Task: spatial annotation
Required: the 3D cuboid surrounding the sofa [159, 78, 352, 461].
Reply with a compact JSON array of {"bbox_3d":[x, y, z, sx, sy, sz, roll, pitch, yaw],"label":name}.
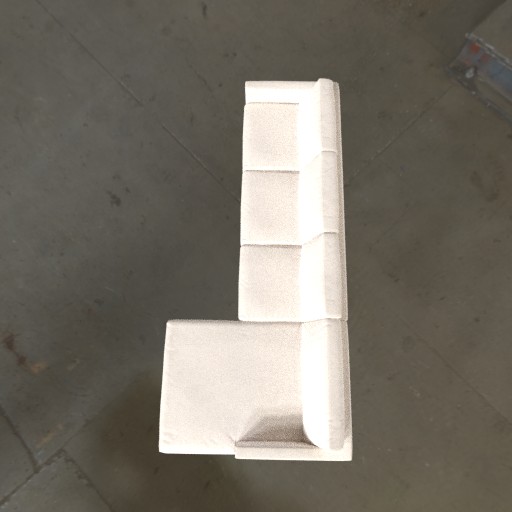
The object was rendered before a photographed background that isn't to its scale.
[{"bbox_3d":[0.000,0.000,4.185,1.606,0.954,3.471,1,75,0],"label":"sofa"}]
